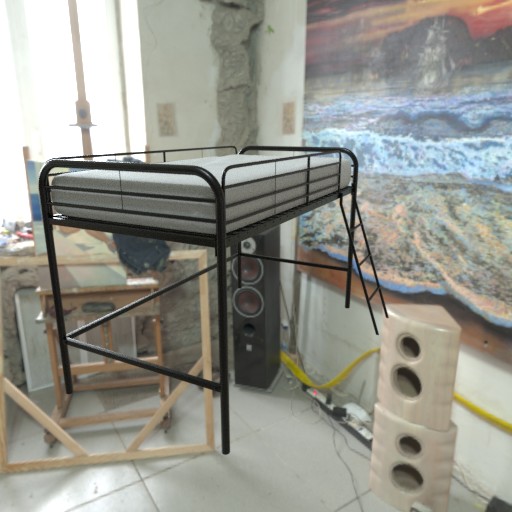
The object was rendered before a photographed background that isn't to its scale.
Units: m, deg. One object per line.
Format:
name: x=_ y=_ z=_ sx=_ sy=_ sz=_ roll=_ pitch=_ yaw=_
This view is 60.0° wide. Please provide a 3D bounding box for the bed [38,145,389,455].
bed: x=0.000 y=0.000 z=2.830 sx=1.393 sy=1.289 sz=1.968 roll=8 pitch=18 yaw=27
